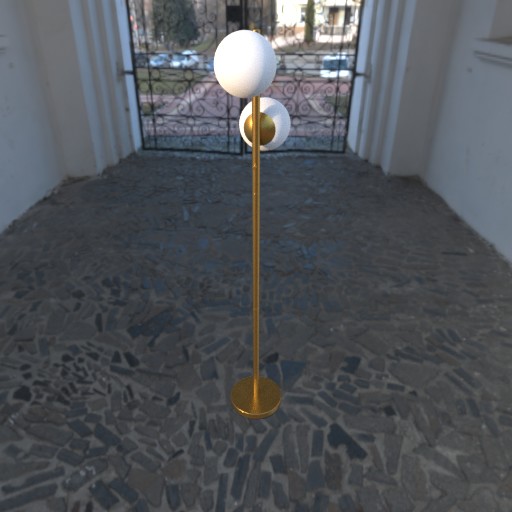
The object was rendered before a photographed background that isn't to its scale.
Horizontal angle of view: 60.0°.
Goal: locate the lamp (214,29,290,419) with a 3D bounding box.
[{"bbox_3d":[0.000,0.000,1.795,0.249,1.641,0.419,8,31,14],"label":"lamp"}]
